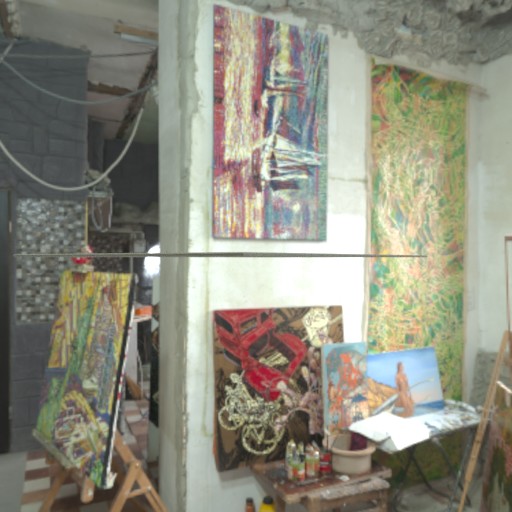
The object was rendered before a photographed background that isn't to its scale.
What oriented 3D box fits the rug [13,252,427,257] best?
[{"bbox_3d":[0.000,0.000,2.805,1.526,0.014,2.290,0,0,35],"label":"rug"}]
